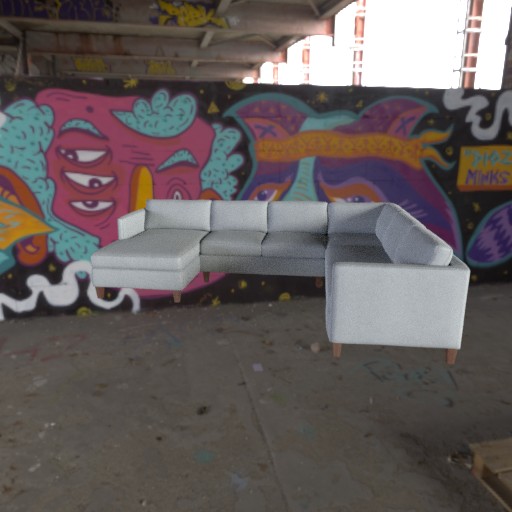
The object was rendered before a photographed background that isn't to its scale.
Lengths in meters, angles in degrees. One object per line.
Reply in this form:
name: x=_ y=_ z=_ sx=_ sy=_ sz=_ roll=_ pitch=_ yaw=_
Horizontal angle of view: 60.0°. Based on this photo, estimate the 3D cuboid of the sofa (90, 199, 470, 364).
sofa: x=0.000 y=0.000 z=4.378 sx=3.238 sy=0.853 sz=2.551 roll=2 pitch=14 yaw=8
